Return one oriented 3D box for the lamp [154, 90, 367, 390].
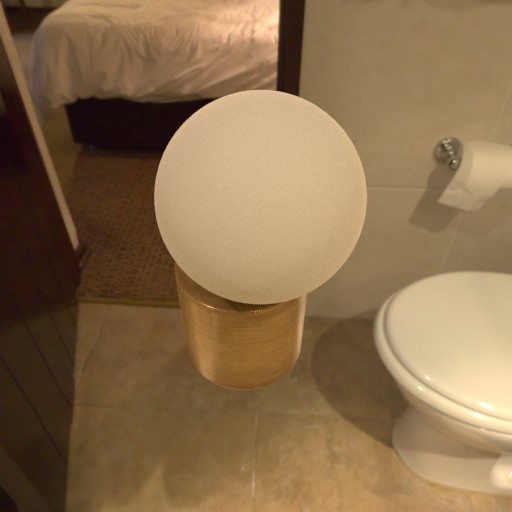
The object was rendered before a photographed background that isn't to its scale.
[{"bbox_3d":[0.000,0.000,0.342,0.141,0.250,0.152,-24,47,-25],"label":"lamp"}]
